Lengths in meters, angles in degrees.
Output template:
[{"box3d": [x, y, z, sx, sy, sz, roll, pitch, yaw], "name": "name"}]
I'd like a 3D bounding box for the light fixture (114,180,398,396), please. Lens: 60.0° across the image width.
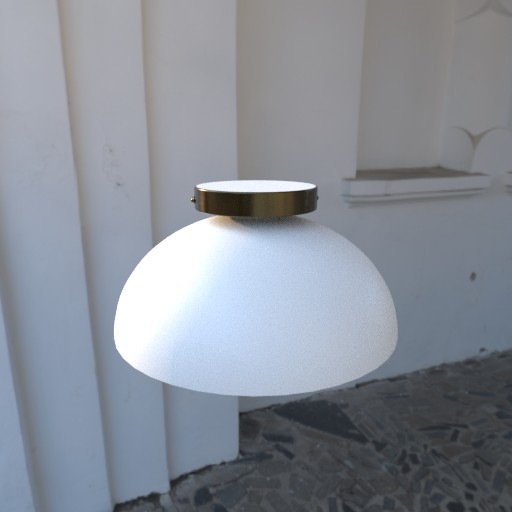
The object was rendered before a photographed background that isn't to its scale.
[{"box3d": [0.000, 0.000, 0.559, 0.355, 0.177, 0.355, 0, 15, 0], "name": "light fixture"}]
